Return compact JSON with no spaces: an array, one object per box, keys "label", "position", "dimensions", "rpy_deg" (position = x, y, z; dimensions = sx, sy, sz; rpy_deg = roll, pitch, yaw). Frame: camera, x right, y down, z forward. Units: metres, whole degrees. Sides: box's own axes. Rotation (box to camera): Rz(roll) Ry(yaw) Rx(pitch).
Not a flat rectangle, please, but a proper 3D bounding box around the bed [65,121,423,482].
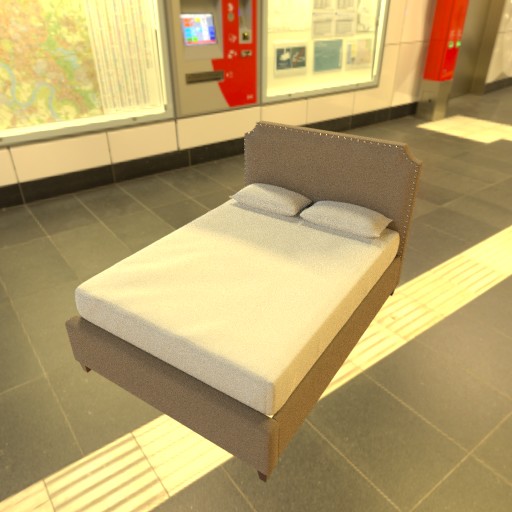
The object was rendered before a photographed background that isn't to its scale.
[{"label":"bed","position":[0.000,0.000,3.413],"dimensions":[1.703,1.415,2.329],"rpy_deg":[18,35,28]}]
